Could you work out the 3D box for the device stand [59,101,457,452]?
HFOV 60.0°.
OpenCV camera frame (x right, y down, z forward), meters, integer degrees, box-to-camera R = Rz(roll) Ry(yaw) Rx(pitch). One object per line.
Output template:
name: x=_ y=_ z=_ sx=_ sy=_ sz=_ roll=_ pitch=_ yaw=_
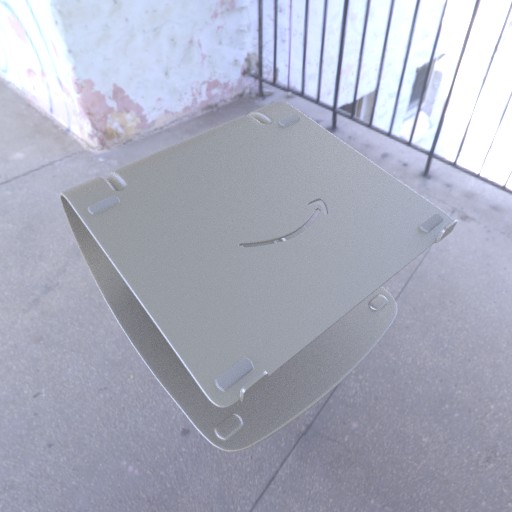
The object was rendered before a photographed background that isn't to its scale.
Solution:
device stand: x=0.000 y=0.000 z=0.406 sx=0.256 sy=0.155 sz=0.236 roll=-32 pitch=53 yaw=-28
